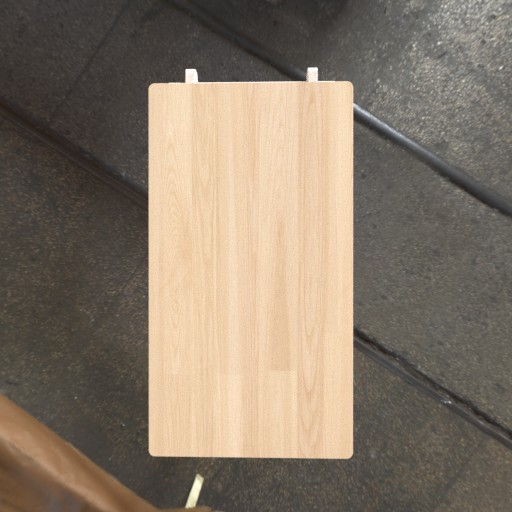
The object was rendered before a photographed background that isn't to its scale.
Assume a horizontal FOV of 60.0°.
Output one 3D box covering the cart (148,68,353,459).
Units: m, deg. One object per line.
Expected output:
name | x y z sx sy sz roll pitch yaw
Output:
cart | 0.000 0.000 1.451 0.457 0.927 0.899 0 90 2
